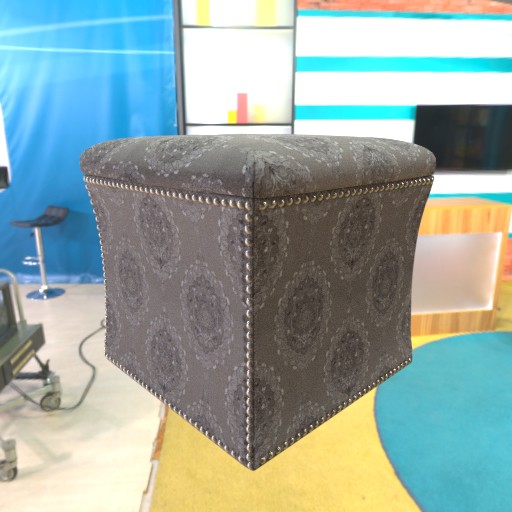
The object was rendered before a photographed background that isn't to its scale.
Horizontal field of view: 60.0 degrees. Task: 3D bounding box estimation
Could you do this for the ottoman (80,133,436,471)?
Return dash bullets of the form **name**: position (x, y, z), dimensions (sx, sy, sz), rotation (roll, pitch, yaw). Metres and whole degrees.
- **ottoman**: position (0.000, 0.000, 0.889), dimensions (0.497, 0.473, 0.507), rotation (-14, 21, -42)
